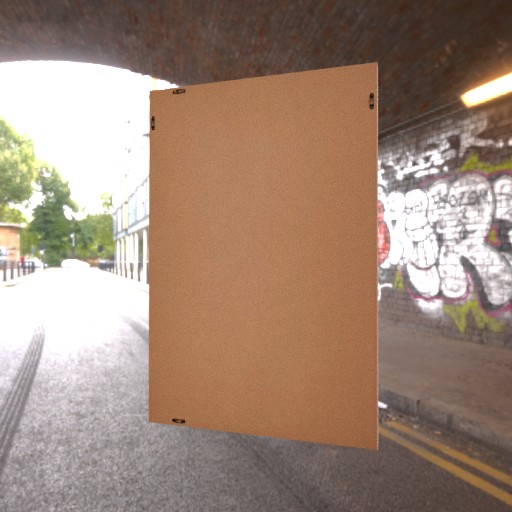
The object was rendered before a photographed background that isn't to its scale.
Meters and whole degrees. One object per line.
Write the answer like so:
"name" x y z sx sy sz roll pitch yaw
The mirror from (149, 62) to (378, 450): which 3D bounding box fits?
"mirror" 0.000 0.000 1.149 0.609 0.915 0.041 0 0 17
